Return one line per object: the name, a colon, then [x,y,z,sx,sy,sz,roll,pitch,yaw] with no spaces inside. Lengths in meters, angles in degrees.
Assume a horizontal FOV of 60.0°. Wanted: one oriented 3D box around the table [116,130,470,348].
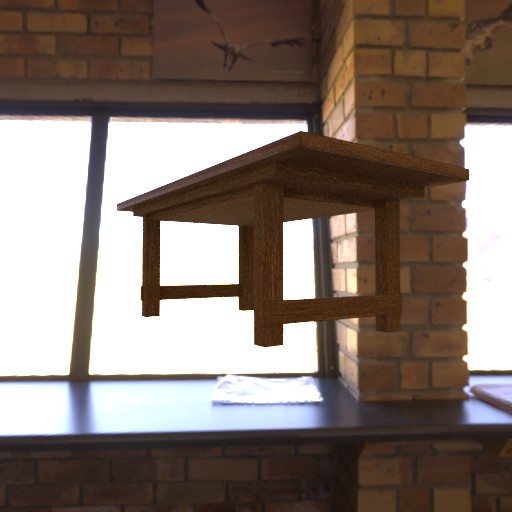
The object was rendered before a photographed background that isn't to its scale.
table: [0.000,0.000,2.534,1.000,0.762,1.982,1,-2,-34]
